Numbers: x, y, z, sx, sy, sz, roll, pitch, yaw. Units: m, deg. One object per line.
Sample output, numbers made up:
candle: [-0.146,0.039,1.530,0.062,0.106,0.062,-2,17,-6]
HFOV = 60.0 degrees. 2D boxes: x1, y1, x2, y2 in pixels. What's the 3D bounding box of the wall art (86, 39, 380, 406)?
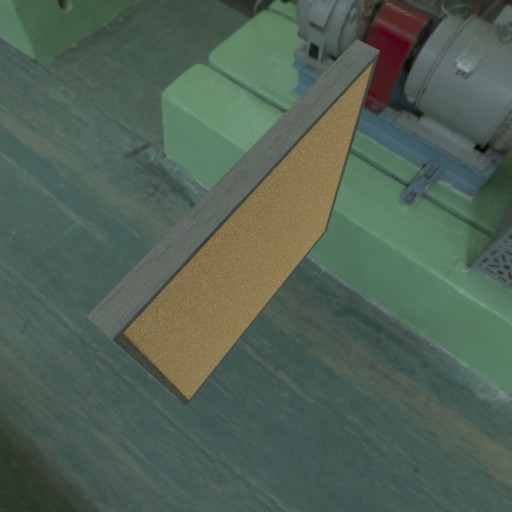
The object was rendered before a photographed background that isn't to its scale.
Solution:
wall art: [0.000,0.000,0.751,0.037,0.507,0.507,35,69,15]
